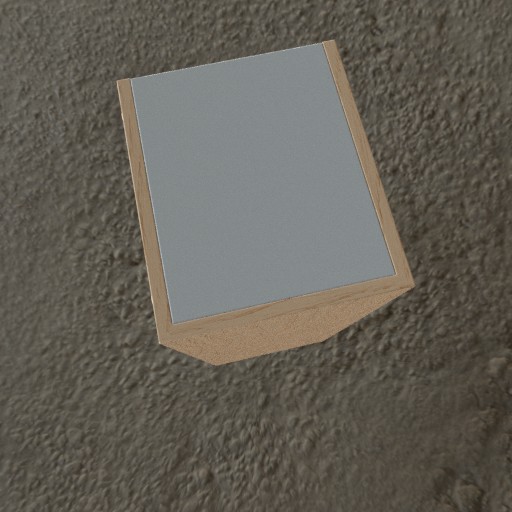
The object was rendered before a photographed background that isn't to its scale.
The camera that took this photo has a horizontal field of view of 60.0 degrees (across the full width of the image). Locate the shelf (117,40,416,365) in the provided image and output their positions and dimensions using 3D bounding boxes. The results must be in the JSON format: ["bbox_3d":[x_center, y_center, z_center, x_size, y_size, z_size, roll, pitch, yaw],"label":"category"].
[{"bbox_3d":[0.000,0.000,0.742,0.250,0.600,0.290,-12,75,-3],"label":"shelf"}]
